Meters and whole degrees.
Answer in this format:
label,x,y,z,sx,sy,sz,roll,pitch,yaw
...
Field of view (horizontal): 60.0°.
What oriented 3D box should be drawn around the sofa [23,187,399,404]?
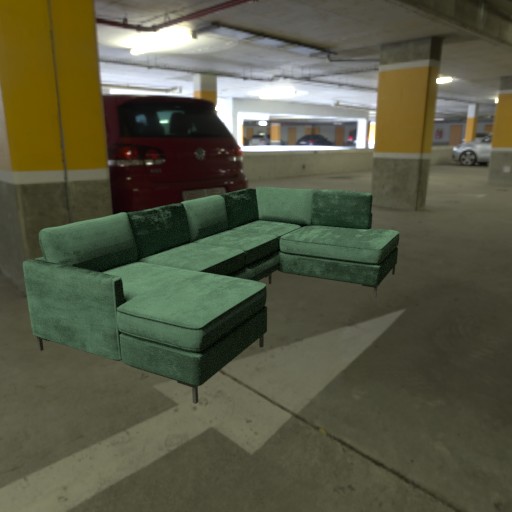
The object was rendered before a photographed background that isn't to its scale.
label,x,y,z,sx,sy,sz,roll,pitch,yaw
sofa,0.000,0.000,4.267,2.055,0.992,3.434,8,17,27
